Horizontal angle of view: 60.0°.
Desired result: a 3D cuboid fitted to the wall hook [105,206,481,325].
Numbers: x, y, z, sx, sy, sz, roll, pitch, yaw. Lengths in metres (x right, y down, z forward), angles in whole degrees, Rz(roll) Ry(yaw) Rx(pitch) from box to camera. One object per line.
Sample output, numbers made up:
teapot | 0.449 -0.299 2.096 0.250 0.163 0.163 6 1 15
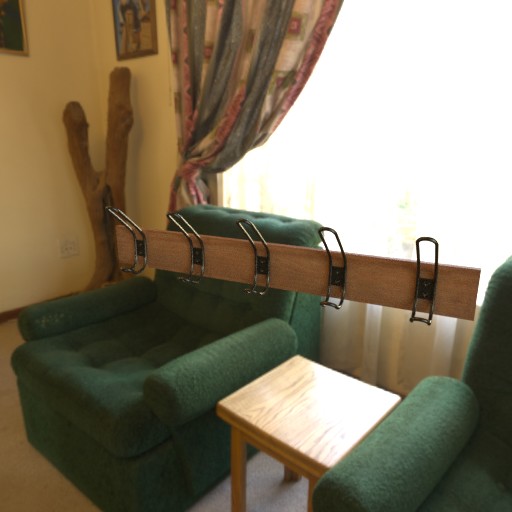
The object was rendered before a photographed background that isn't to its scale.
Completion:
wall hook | 0.000 0.000 0.609 0.554 0.116 0.076 8 18 25
